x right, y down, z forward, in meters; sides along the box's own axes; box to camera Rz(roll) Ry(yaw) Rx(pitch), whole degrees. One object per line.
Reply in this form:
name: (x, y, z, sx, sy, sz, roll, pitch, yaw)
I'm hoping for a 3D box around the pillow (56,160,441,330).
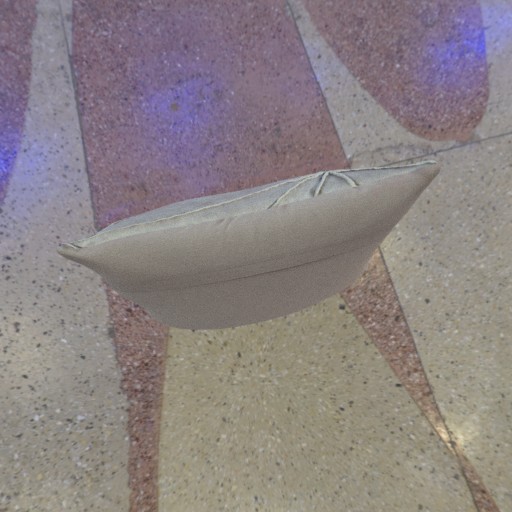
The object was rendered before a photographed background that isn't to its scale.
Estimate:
pillow: (0.000, 0.000, 0.687, 0.439, 0.440, 0.185, -12, 75, -3)
